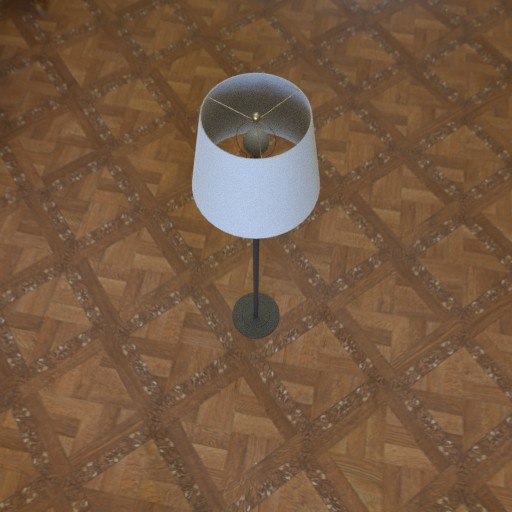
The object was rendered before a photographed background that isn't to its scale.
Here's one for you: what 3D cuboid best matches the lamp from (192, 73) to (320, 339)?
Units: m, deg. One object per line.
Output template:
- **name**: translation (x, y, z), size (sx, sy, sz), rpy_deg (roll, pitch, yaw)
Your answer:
- **lamp**: translation (0.000, 0.000, 1.639), size (0.348, 1.473, 0.348), rpy_deg (-33, 69, -14)
